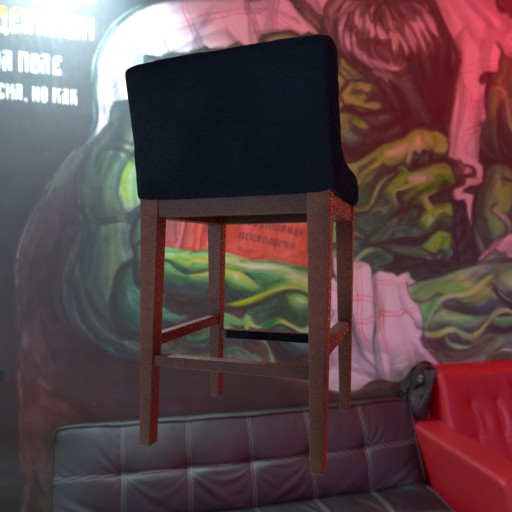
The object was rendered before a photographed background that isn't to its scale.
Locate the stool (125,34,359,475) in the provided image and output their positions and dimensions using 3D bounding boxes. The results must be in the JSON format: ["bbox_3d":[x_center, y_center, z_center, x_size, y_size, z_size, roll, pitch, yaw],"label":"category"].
[{"bbox_3d":[0.000,0.000,1.219,0.511,0.945,0.516,0,0,19],"label":"stool"}]
